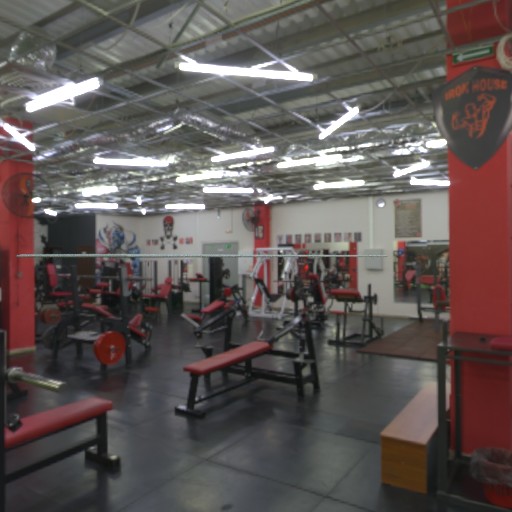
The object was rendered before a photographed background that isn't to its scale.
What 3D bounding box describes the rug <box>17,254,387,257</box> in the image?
[{"bbox_3d":[0.000,0.000,2.381,0.662,0.011,2.196,0,0,36],"label":"rug"}]
